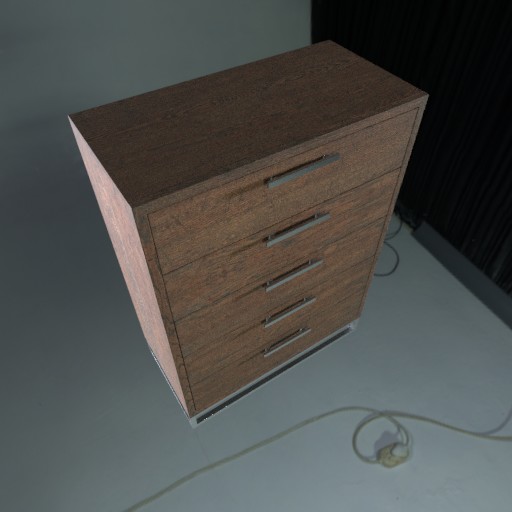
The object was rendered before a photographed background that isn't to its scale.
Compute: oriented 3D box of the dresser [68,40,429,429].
[{"bbox_3d":[0.000,0.000,1.798,0.965,1.321,0.508,-26,53,-21],"label":"dresser"}]
